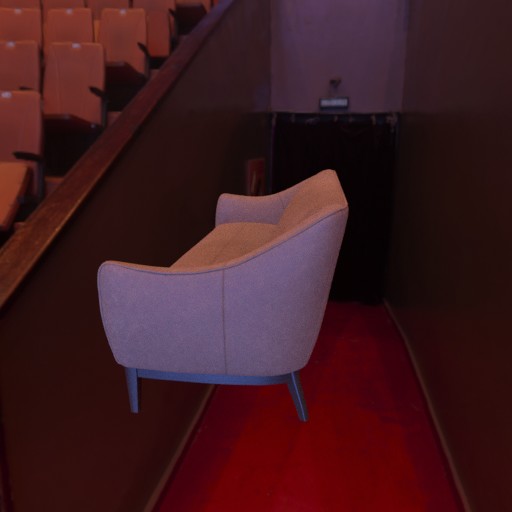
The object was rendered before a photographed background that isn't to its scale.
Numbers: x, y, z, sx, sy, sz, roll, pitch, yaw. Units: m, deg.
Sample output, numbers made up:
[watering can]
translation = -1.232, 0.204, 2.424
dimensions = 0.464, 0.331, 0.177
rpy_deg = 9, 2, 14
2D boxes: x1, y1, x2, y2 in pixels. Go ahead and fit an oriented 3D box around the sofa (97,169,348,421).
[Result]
[sofa]
translation = 0.000, 0.000, 2.411
dimensions = 0.869, 0.830, 1.928
rpy_deg = 2, 15, 8
